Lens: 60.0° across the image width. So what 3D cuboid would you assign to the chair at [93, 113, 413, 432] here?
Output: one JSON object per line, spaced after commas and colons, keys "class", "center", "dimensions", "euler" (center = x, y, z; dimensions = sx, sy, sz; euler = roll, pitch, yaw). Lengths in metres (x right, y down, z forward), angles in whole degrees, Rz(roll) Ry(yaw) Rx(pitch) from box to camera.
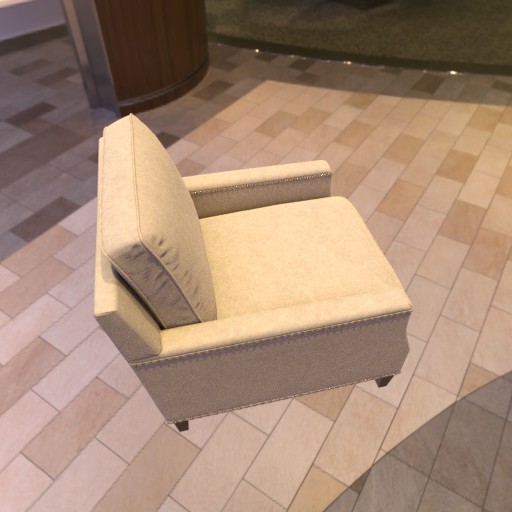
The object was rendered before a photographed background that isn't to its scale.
{"class": "chair", "center": [0.000, 0.000, 1.682], "dimensions": [1.014, 0.943, 0.853], "euler": [-9, 47, -9]}
